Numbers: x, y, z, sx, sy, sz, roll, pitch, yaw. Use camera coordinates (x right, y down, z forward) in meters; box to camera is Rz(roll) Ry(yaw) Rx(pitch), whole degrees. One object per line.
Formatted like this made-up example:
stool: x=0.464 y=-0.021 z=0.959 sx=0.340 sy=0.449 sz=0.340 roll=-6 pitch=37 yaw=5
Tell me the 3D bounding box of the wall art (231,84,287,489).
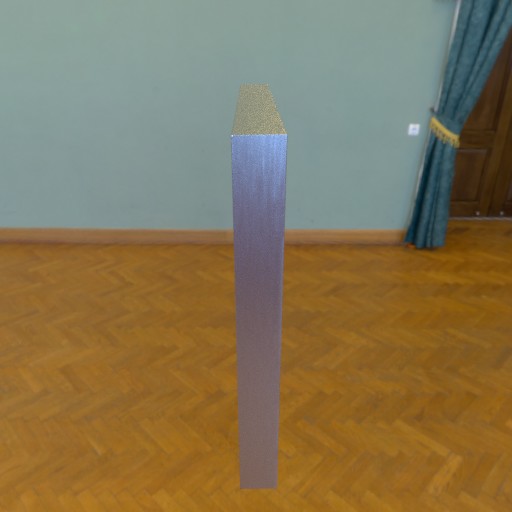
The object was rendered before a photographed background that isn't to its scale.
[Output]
wall art: x=0.000 y=0.000 z=0.525 sx=0.038 sy=0.350 sz=0.350 roll=0 pitch=26 yaw=-1
